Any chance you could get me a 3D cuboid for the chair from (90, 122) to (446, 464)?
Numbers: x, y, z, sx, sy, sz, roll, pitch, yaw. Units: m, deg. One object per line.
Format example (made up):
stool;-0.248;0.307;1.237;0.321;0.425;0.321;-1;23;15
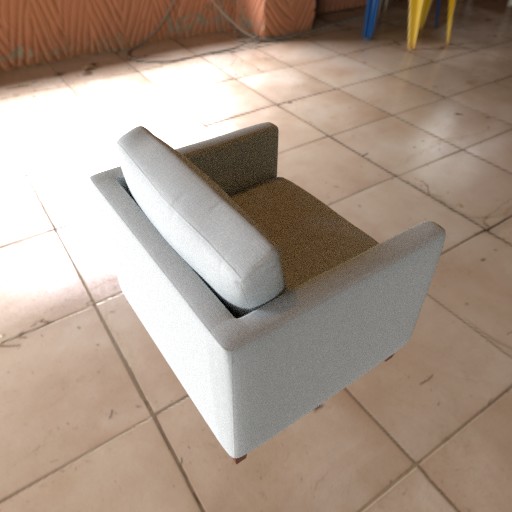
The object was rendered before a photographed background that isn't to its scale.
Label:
chair;0.000;0.000;1.853;0.953;0.961;1.107;-25;47;-25
